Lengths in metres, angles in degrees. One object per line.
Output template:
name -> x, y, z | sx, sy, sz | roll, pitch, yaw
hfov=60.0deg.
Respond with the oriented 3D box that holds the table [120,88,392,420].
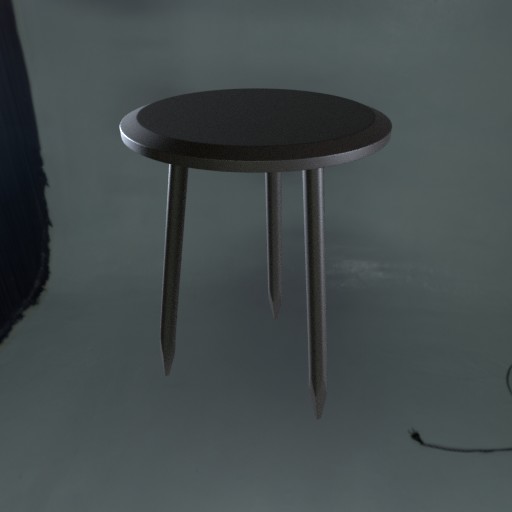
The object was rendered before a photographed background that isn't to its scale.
table -> 0.000, 0.000, 0.916 | 0.457, 0.585, 0.457 | 0, 31, 0
